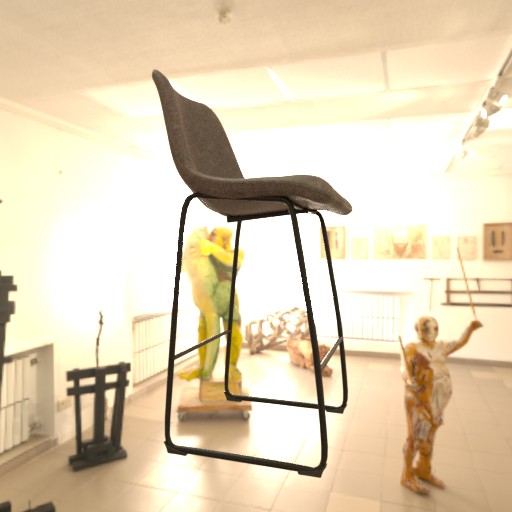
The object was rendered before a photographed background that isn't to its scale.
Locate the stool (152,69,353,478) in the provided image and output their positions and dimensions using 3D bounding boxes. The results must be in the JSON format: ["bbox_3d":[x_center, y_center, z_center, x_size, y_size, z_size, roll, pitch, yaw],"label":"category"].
[{"bbox_3d":[0.000,0.000,1.372,0.561,1.082,0.514,0,1,18],"label":"stool"}]
